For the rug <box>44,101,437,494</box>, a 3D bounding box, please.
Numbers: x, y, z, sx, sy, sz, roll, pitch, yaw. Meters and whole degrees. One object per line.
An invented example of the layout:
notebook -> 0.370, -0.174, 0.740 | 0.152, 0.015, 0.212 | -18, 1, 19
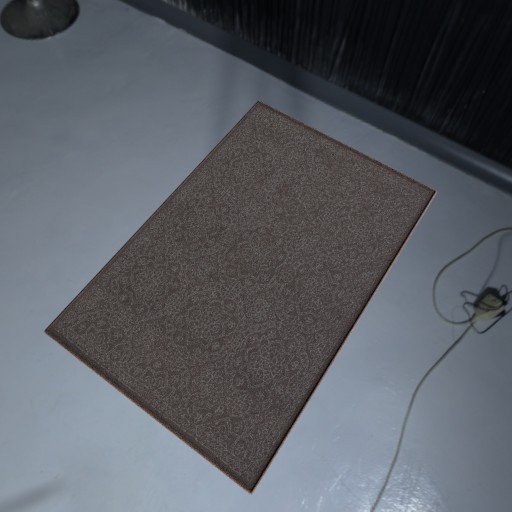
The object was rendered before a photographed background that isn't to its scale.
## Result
rug -> 0.000, 0.000, 2.885 | 1.524, 0.011, 2.286 | 32, 68, 15
